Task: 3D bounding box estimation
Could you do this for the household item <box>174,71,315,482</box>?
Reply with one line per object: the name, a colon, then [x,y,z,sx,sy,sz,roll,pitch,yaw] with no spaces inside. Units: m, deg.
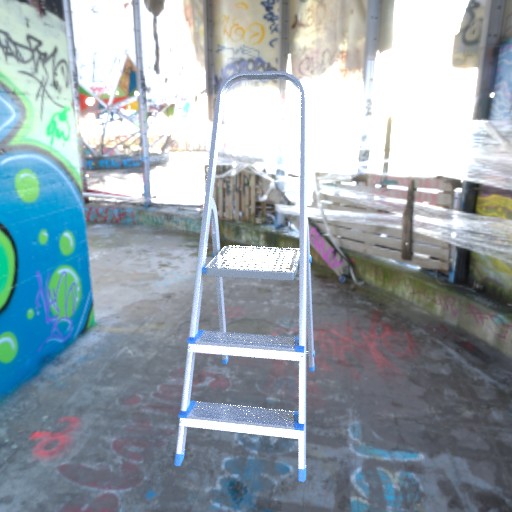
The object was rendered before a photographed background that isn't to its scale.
household item: [0.000,0.000,1.536,0.420,1.215,0.687,3,16,9]
